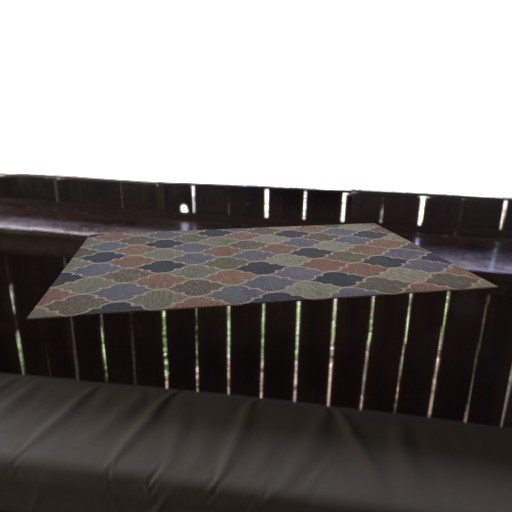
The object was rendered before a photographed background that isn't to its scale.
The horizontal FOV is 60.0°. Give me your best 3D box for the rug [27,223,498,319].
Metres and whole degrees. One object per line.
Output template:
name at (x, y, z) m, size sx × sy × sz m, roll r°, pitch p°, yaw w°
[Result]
rug at (0.000, 0.000, 2.827) m, size 2.284 × 0.006 × 1.521 m, roll -3°, pitch 17°, yaw -9°
